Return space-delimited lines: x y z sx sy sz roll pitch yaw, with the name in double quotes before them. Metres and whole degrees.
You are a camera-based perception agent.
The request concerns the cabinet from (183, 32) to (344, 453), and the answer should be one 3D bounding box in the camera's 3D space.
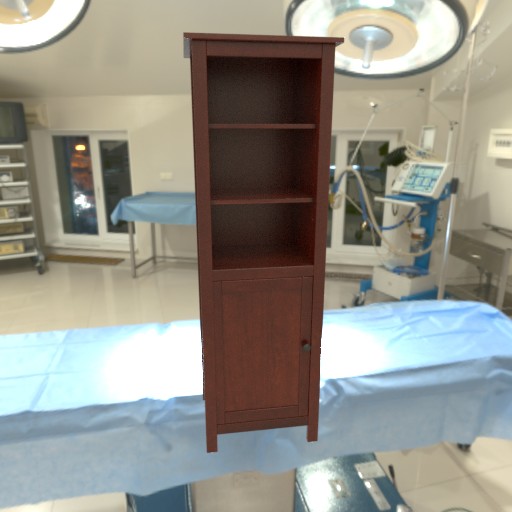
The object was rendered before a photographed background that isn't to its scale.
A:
"cabinet" 0.000 0.000 1.753 0.500 1.518 0.401 -2 16 -9
